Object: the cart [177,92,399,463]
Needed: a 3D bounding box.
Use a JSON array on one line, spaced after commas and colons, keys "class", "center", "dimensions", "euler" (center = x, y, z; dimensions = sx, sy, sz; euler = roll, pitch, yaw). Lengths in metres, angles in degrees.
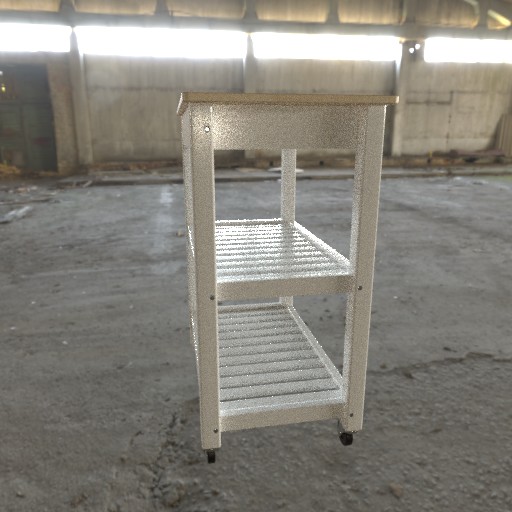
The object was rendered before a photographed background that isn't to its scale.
[{"class": "cart", "center": [0.000, 0.000, 1.446], "dimensions": [0.457, 0.927, 0.899], "euler": [-3, 16, -10]}]
